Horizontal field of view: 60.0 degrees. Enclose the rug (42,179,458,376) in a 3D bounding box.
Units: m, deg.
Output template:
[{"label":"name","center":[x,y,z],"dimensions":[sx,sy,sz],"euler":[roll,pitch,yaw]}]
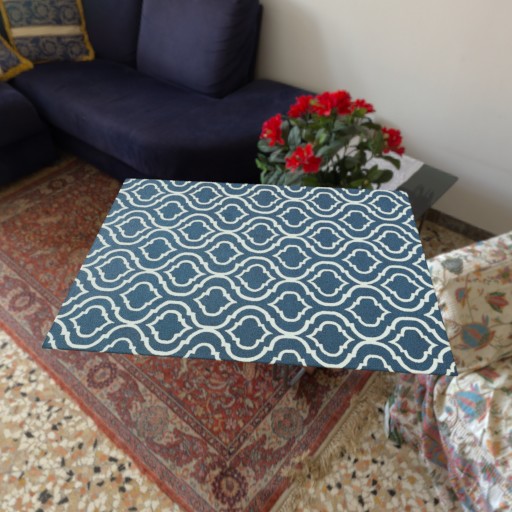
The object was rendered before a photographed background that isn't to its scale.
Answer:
[{"label":"rug","center":[0.000,0.000,4.415],"dimensions":[3.353,0.010,2.438],"euler":[3,44,3]}]
